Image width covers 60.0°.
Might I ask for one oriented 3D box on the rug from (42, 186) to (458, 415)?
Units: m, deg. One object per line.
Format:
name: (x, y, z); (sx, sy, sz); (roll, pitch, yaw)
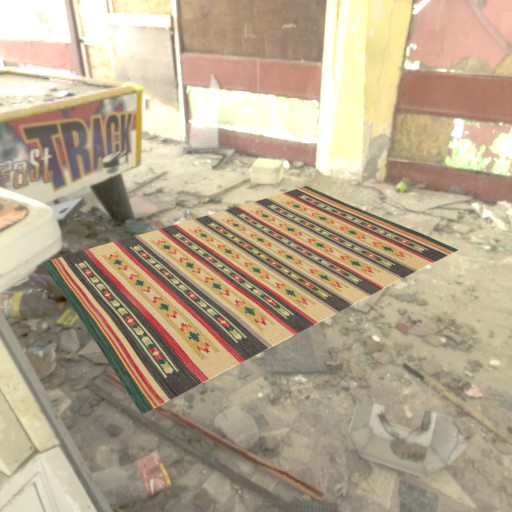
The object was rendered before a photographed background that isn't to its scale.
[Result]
rug: (0.000, 0.000, 2.937); (2.311, 0.010, 1.522); (-20, 36, -31)
